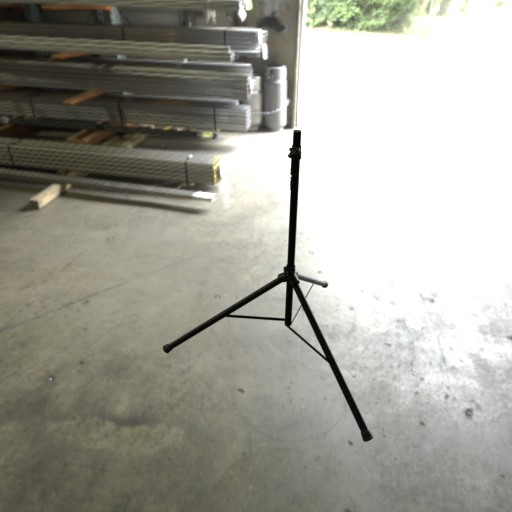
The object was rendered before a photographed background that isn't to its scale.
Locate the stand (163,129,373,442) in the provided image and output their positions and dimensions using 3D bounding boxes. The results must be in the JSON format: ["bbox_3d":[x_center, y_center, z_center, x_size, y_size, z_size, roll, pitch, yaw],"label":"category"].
[{"bbox_3d":[0.000,0.000,2.817,1.339,1.595,1.596,0,32,-1],"label":"stand"}]
